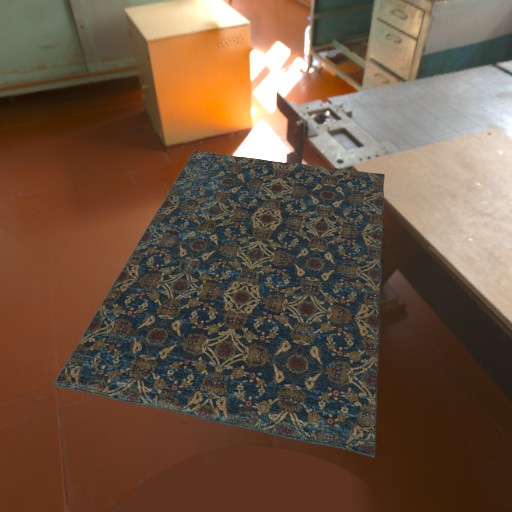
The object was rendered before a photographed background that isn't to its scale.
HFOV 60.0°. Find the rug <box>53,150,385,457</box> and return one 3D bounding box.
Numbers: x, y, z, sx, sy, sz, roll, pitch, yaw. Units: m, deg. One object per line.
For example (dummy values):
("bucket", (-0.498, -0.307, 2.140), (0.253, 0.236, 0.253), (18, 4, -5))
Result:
("rug", (0.000, 0.000, 4.219), (2.337, 0.013, 3.291), (9, 46, 9))
